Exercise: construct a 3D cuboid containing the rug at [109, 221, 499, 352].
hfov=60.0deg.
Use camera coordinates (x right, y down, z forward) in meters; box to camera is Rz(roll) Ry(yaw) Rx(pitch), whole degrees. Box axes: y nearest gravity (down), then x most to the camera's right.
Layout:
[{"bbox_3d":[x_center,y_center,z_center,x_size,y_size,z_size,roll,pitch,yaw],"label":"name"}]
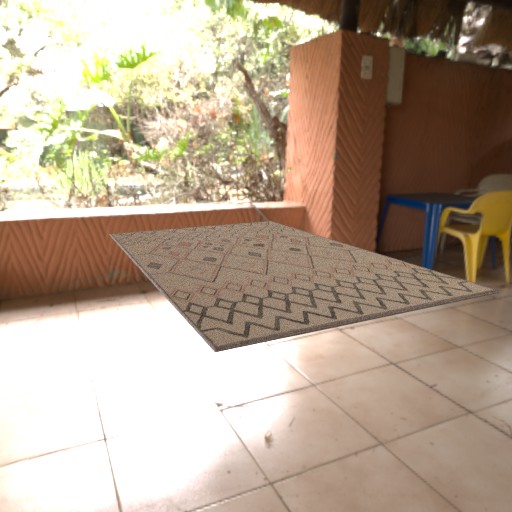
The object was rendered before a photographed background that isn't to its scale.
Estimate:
[{"bbox_3d":[0.000,0.000,2.954,1.524,0.015,2.438,-7,15,-25],"label":"rug"}]
